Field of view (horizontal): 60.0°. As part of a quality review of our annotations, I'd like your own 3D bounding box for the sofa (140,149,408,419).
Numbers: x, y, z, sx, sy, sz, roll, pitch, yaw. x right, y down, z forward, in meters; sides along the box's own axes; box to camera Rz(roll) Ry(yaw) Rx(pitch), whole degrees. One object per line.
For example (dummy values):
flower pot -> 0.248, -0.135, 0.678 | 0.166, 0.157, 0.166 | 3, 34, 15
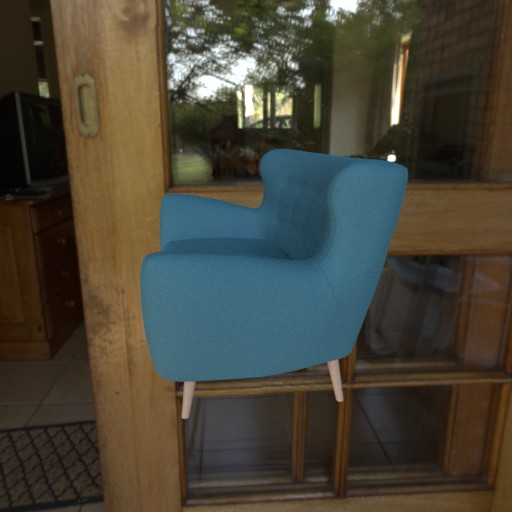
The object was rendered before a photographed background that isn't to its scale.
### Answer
sofa -> 0.000, 0.000, 1.965 | 0.889, 0.889, 1.397 | -2, 15, -9
